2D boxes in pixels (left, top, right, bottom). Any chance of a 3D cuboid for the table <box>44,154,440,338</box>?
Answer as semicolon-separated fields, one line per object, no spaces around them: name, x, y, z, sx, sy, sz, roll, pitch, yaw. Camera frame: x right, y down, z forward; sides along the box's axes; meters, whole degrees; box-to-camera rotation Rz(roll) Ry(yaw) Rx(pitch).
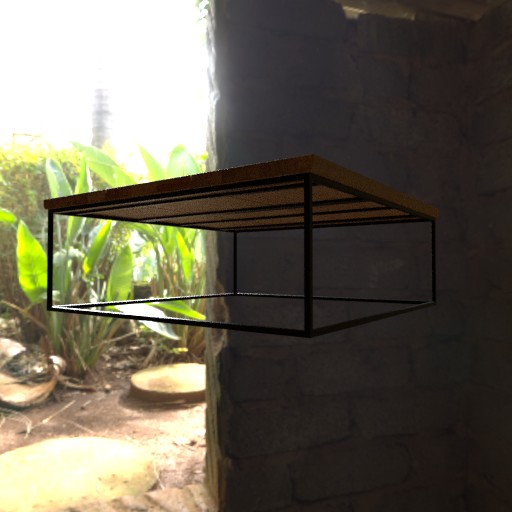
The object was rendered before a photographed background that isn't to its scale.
table;0.000;0.000;1.721;1.100;0.400;1.100;-1;-2;36
